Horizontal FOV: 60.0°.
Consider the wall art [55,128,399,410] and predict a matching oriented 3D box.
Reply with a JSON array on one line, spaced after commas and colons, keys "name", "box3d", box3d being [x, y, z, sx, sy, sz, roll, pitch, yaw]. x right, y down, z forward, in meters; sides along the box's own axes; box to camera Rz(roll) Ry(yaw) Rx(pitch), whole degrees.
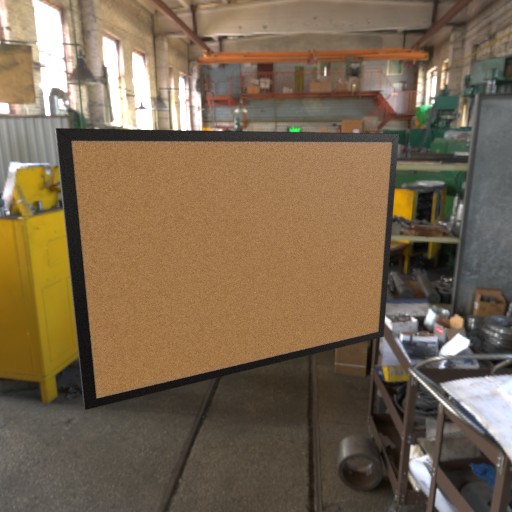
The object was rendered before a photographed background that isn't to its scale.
[{"name": "wall art", "box3d": [0.000, 0.000, 0.847, 0.657, 0.458, 0.027, -7, 16, -26]}]
